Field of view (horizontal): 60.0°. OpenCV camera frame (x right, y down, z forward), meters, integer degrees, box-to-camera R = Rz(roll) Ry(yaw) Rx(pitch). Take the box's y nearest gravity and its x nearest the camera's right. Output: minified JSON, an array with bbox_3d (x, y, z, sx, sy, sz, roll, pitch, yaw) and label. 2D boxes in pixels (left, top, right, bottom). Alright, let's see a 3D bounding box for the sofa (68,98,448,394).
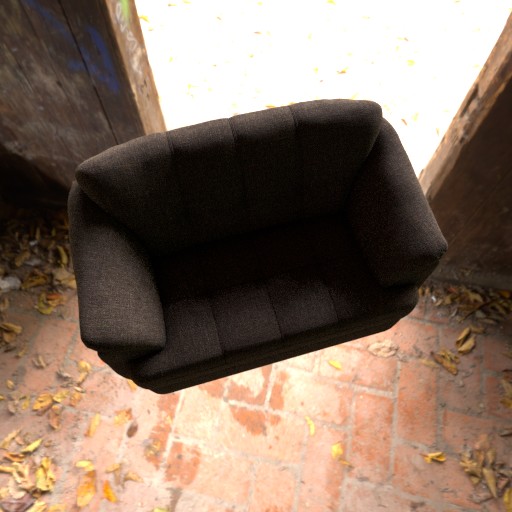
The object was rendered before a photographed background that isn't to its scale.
[{"bbox_3d":[0.000,0.000,1.910,1.404,0.895,0.799,-14,64,-7],"label":"sofa"}]
